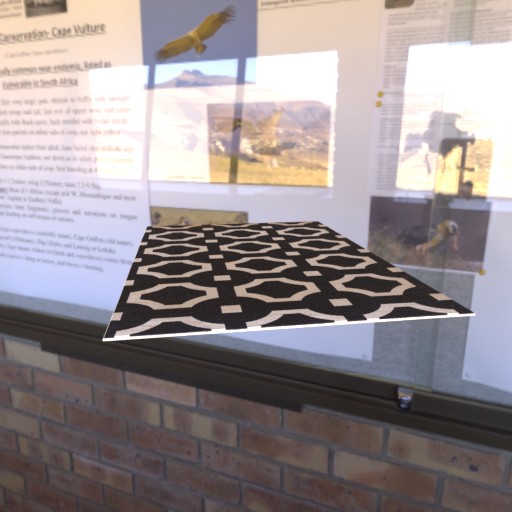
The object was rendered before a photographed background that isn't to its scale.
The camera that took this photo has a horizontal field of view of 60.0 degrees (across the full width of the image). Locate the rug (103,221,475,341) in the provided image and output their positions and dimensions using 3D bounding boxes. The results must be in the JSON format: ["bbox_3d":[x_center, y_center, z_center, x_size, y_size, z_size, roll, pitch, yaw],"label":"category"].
[{"bbox_3d":[0.000,0.000,2.888,1.555,0.016,2.286,-2,15,-9],"label":"rug"}]
